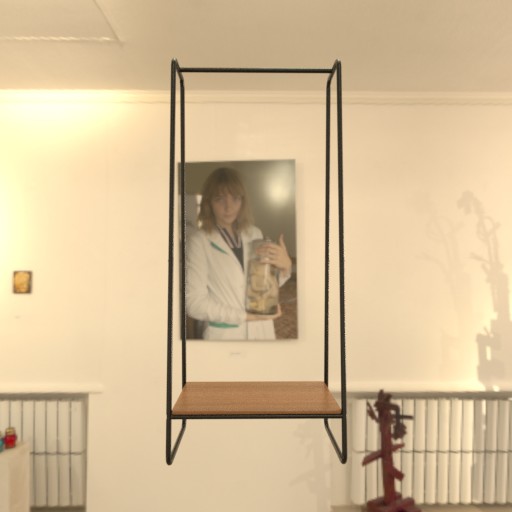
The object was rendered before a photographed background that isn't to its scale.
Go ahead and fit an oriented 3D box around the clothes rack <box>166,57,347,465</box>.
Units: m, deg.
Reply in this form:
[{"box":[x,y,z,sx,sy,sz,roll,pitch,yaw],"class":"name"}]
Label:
[{"box":[0.000,0.000,1.757,0.640,1.500,0.400,0,-1,-1],"class":"clothes rack"}]
